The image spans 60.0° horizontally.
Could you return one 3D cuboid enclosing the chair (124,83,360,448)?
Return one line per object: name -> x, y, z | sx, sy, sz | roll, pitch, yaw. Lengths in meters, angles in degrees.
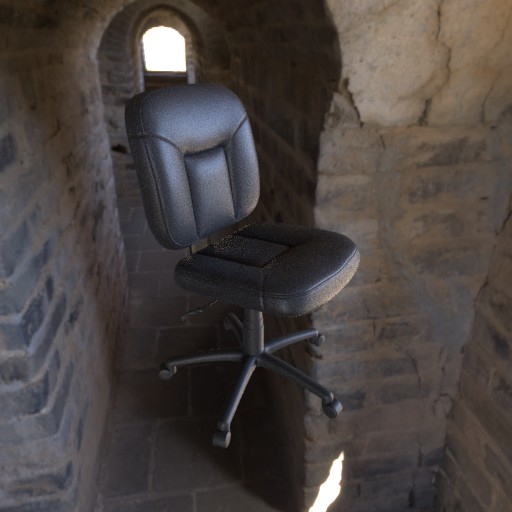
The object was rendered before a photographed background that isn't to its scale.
chair -> 0.000, 0.000, 1.363 | 0.646, 0.959, 0.647 | 17, 31, 31
